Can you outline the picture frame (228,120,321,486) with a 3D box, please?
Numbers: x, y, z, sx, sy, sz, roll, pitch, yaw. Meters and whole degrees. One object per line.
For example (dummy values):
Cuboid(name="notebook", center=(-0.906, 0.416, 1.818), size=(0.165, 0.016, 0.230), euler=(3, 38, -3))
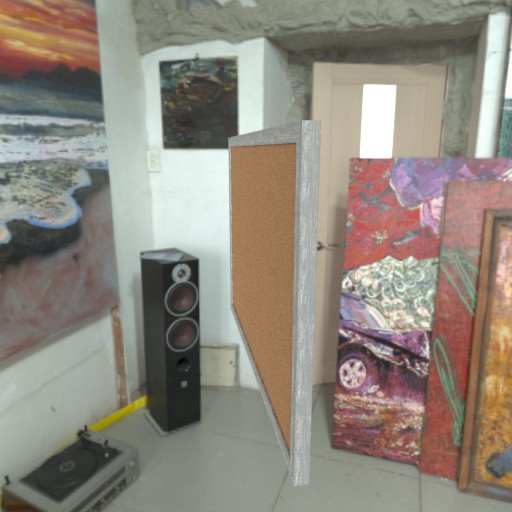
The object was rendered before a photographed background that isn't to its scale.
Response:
Cuboid(name="picture frame", center=(0.000, 0.000, 1.193), size=(0.029, 0.640, 0.950), euler=(-2, 14, -10))
